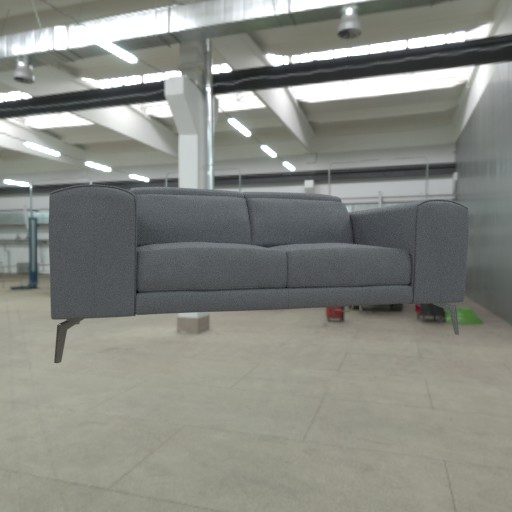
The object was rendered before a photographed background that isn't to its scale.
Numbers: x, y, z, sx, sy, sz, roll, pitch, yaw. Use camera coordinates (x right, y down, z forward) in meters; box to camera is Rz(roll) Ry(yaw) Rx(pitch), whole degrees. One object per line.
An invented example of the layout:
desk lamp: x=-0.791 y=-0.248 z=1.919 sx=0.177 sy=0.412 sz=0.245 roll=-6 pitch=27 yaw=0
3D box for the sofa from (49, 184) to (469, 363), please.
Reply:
sofa: x=0.000 y=0.000 z=2.333 sx=1.895 sy=0.779 sz=1.003 roll=0 pitch=1 yaw=-18
